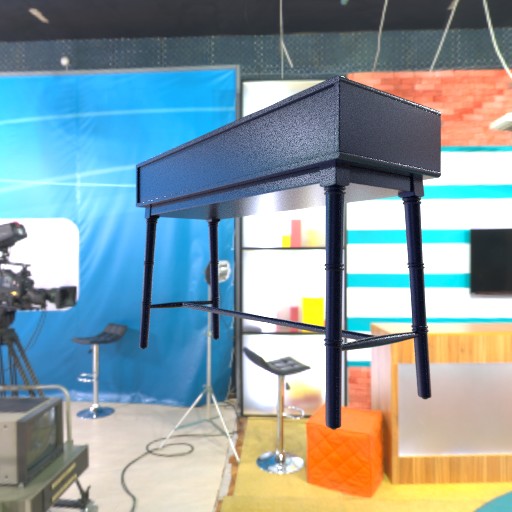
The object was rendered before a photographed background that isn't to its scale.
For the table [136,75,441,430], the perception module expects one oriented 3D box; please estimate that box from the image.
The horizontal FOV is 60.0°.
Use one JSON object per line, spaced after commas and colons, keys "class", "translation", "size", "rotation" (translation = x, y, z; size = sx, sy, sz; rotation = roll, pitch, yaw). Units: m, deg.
{"class": "table", "translation": [0.000, 0.000, 1.483], "size": [0.399, 0.749, 1.118], "rotation": [0, 0, -37]}
